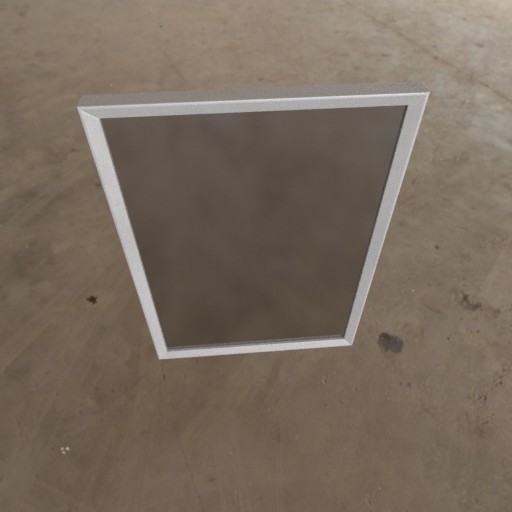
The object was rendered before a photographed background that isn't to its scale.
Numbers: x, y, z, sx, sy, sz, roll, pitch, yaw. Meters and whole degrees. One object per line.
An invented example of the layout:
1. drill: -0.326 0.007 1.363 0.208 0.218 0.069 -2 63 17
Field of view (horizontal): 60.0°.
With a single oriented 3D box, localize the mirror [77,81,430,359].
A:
1. mirror: 0.000 0.000 0.910 0.507 0.710 0.039 -4 48 -3
